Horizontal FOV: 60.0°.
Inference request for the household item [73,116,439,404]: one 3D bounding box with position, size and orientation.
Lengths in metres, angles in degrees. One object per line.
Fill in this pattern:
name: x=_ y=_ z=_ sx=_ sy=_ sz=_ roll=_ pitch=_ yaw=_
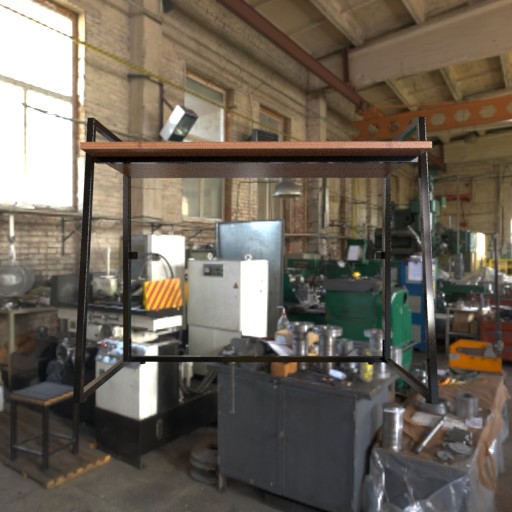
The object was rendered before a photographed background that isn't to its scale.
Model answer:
household item: x=0.000 y=0.000 z=1.516 sx=1.050 sy=0.860 sz=0.510 roll=0 pitch=0 yaw=1
